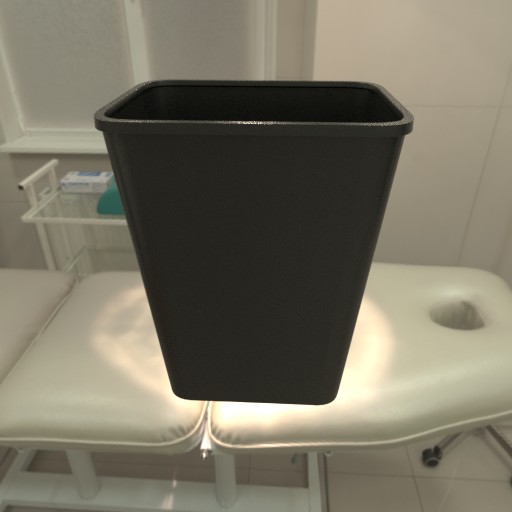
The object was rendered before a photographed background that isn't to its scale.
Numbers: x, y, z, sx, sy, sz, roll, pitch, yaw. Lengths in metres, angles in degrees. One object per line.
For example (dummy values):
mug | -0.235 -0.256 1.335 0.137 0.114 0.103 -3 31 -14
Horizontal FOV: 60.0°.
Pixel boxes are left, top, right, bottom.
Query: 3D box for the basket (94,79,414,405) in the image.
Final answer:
basket | 0.000 0.000 0.758 0.394 0.521 0.287 2 31 3
